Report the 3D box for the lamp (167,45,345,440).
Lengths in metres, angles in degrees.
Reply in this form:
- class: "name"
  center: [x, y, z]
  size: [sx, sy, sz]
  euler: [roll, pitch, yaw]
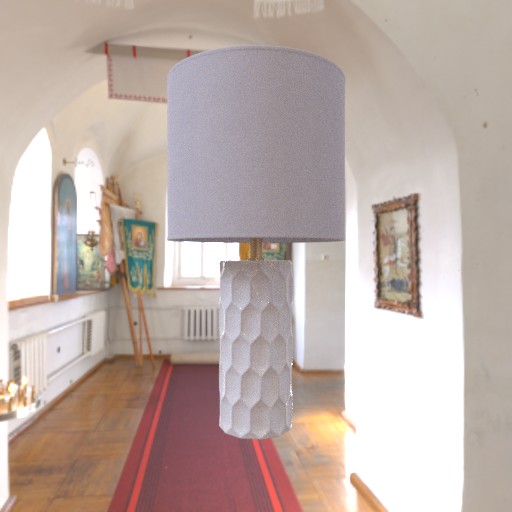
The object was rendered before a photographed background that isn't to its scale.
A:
- class: "lamp"
  center: [0.000, 0.000, 0.701]
  size: [0.277, 0.537, 0.277]
  euler: [0, 0, 37]
